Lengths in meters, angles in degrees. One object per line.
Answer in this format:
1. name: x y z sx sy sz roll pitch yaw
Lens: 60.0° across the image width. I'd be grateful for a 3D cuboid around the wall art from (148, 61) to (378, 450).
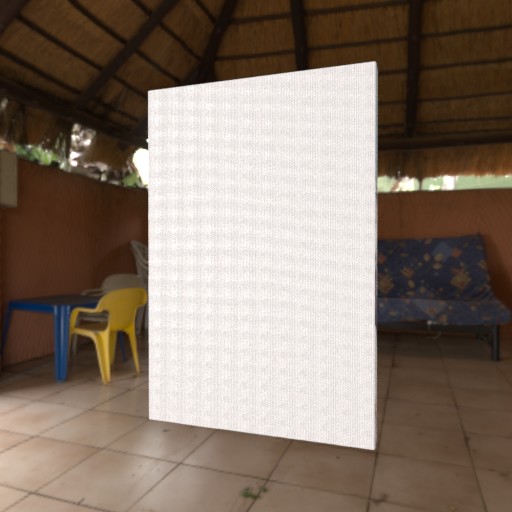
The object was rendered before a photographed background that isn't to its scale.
1. wall art: 0.000 0.000 1.158 0.609 0.911 0.061 0 1 18
